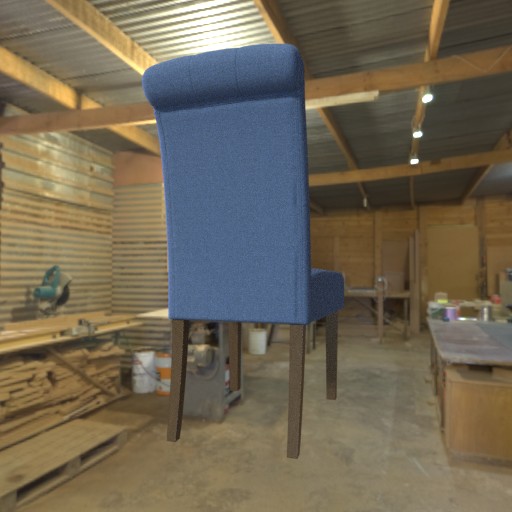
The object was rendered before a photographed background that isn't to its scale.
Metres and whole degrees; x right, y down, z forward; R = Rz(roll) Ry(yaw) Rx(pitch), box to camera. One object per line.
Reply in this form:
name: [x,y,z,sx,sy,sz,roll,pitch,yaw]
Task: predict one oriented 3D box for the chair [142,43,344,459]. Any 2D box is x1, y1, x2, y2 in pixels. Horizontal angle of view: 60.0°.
chair: [0.000,0.000,1.365,0.456,1.006,0.671,-1,-2,18]
